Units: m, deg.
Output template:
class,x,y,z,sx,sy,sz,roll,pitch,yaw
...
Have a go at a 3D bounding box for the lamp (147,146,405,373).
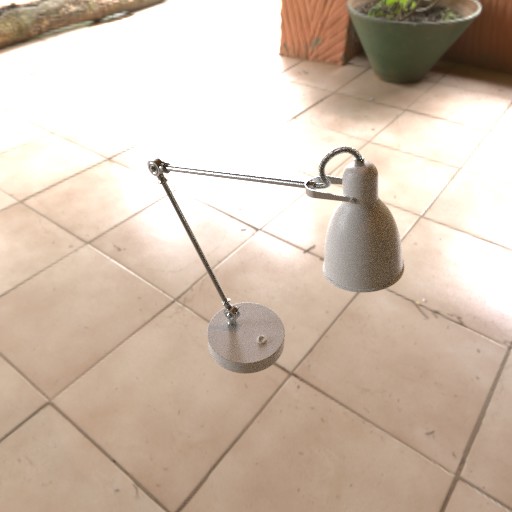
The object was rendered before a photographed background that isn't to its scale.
class,x,y,z,sx,sy,sz,roll,pitch,yaw
lamp,0.000,0.000,0.880,0.561,0.587,0.187,26,48,27
